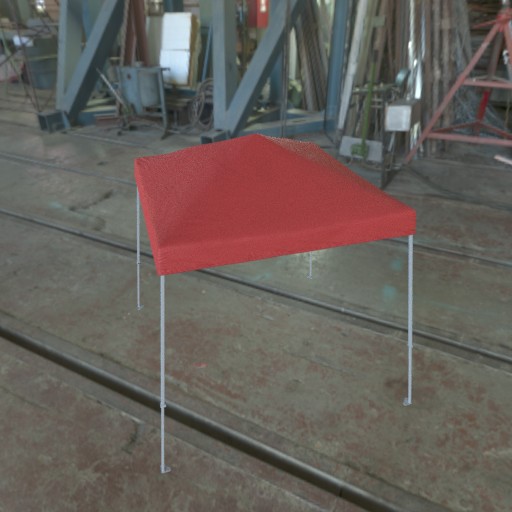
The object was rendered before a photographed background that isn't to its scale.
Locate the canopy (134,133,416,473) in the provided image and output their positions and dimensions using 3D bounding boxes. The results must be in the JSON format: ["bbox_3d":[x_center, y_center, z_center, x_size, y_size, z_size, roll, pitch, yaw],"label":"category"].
[{"bbox_3d":[0.000,0.000,6.537,3.599,3.600,3.600,-9,32,-15],"label":"canopy"}]
